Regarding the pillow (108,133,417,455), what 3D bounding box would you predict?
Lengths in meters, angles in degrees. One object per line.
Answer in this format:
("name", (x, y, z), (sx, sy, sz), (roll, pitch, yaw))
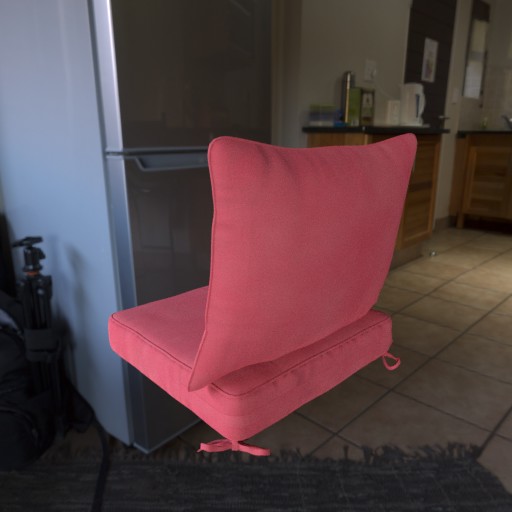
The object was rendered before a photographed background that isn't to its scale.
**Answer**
("pillow", (0.000, 0.000, 1.352), (0.798, 0.725, 0.733), (-15, 22, -41))
